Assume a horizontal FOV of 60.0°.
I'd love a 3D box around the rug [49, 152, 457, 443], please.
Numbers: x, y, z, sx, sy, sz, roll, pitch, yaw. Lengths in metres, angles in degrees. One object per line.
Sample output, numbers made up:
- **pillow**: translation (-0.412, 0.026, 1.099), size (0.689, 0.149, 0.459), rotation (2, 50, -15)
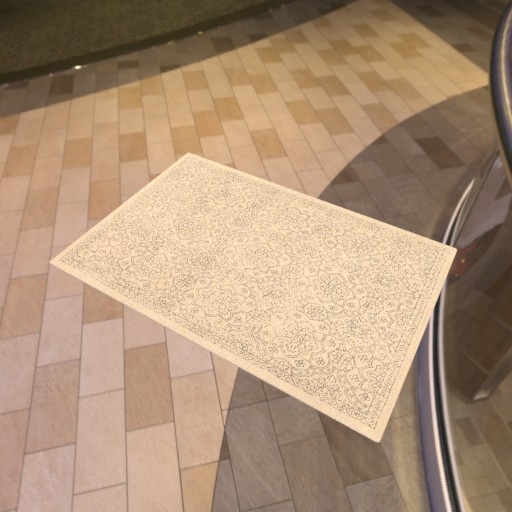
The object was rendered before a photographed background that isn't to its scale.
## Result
- **rug**: translation (0.000, 0.000, 2.379), size (1.829, 0.010, 1.219), rotation (23, 50, 21)
